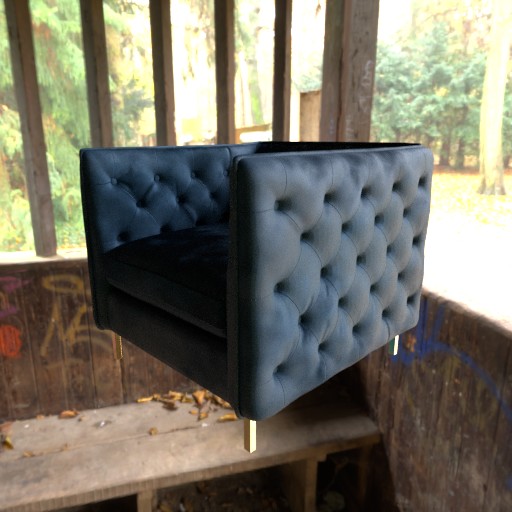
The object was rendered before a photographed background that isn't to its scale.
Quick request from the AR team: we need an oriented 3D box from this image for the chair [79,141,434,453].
[{"bbox_3d":[0.000,0.000,1.553,0.877,0.771,0.868,-15,21,-43],"label":"chair"}]
